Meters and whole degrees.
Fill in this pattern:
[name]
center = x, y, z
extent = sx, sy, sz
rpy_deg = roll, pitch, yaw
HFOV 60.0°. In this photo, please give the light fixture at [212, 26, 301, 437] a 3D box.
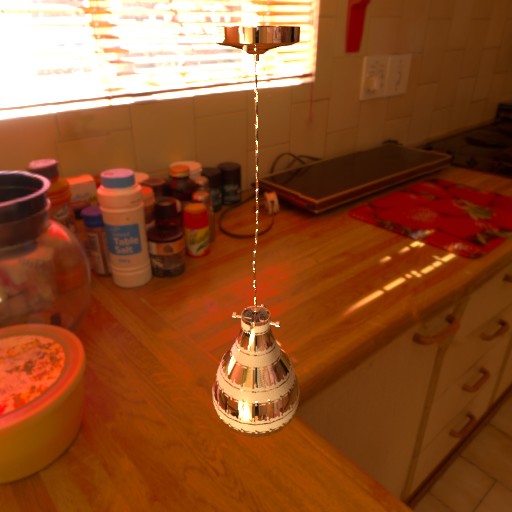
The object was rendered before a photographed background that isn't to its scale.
[light fixture]
center = 0.000, 0.000, 1.584
extent = 0.374, 1.457, 0.374
rpy_deg = 9, 30, 17
